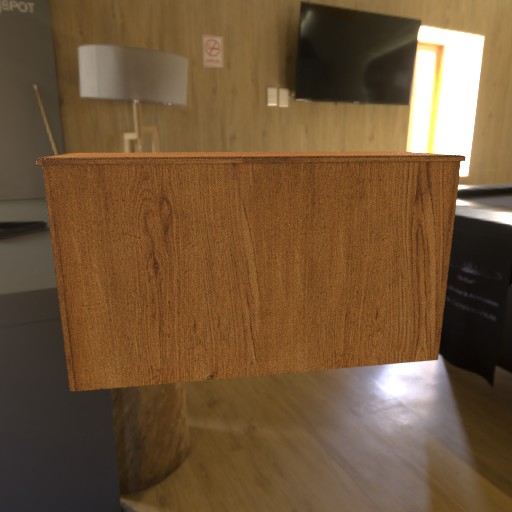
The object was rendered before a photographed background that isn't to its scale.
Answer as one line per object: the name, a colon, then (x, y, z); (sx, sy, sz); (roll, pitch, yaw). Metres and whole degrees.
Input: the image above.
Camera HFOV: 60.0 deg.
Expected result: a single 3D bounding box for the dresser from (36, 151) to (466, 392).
dresser: (0.000, 0.000, 2.074); (1.657, 0.932, 0.563); (-2, 15, -9)
